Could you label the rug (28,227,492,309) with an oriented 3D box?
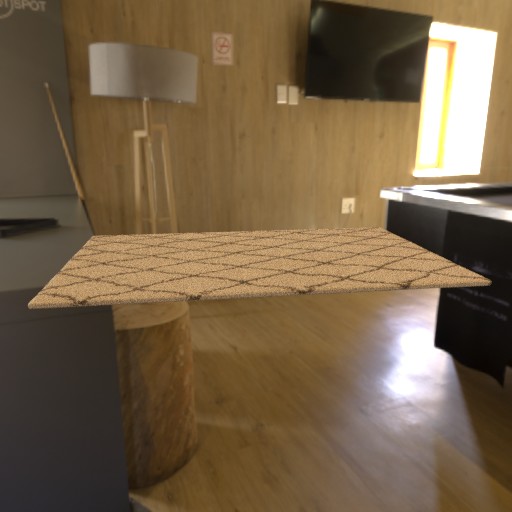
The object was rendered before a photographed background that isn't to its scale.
[{"bbox_3d":[0.000,0.000,3.015,2.438,0.030,1.524,-2,15,-8],"label":"rug"}]
